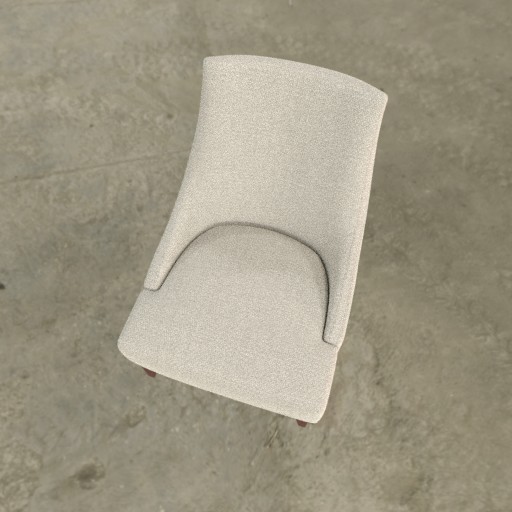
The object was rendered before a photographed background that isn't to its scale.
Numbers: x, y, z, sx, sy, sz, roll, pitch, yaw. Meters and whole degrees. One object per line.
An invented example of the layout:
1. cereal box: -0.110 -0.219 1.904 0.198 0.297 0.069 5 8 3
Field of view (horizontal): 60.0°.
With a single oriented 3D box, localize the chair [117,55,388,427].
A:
1. chair: 0.000 0.000 1.488 0.701 0.909 0.861 15 61 9
